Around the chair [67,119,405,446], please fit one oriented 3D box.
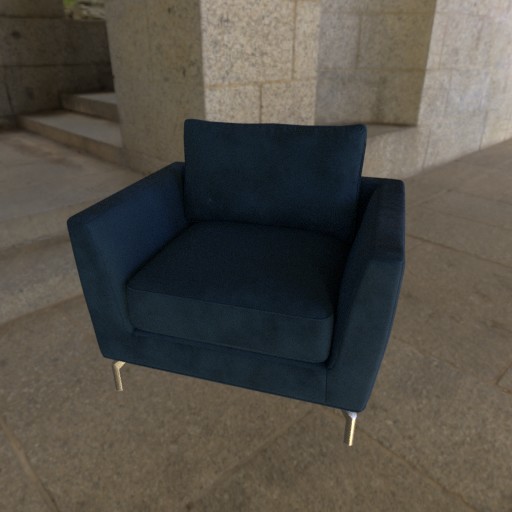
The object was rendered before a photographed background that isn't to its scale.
[{"bbox_3d":[0.000,0.000,1.602,0.977,0.893,0.746,8,27,15],"label":"chair"}]
